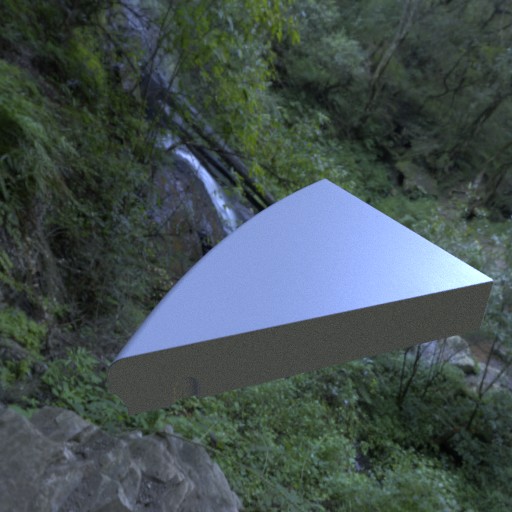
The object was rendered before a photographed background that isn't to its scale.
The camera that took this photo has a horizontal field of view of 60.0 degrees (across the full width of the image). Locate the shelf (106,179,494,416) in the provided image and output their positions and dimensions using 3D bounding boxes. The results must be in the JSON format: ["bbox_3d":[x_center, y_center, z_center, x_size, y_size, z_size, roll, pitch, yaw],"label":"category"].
[{"bbox_3d":[0.000,0.000,0.461,0.310,0.050,0.310,-9,28,-17],"label":"shelf"}]
